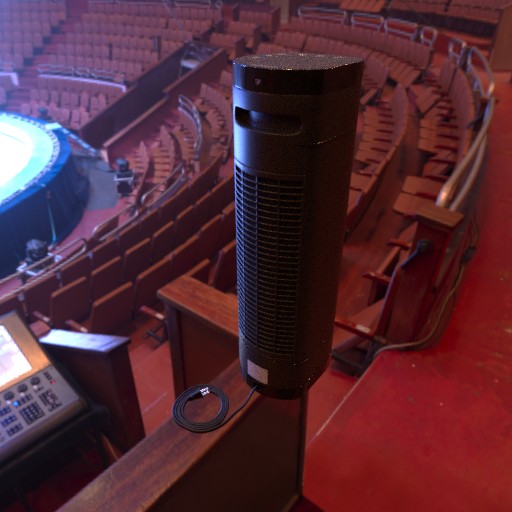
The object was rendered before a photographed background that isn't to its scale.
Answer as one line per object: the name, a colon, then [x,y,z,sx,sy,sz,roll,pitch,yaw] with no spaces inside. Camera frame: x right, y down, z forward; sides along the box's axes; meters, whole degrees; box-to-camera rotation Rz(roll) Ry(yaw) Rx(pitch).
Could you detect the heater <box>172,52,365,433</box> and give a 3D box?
heater: [0.000,0.000,0.689,0.174,0.552,0.312,22,37,32]
